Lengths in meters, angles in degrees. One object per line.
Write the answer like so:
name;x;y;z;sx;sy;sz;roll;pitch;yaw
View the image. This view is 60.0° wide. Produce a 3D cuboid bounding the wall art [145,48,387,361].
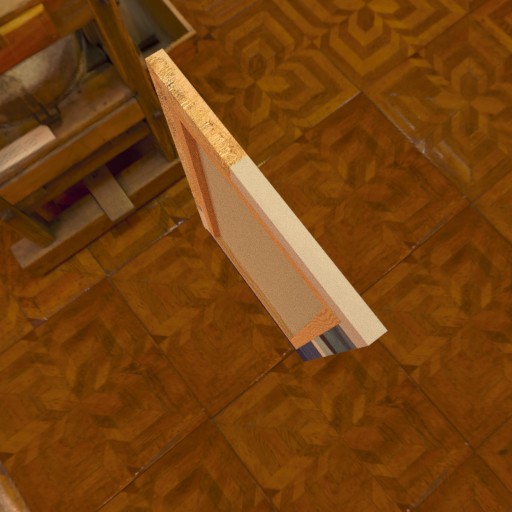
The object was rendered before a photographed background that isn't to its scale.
wall art;0.000;0.000;1.153;0.039;0.911;0.607;-35;78;-9
